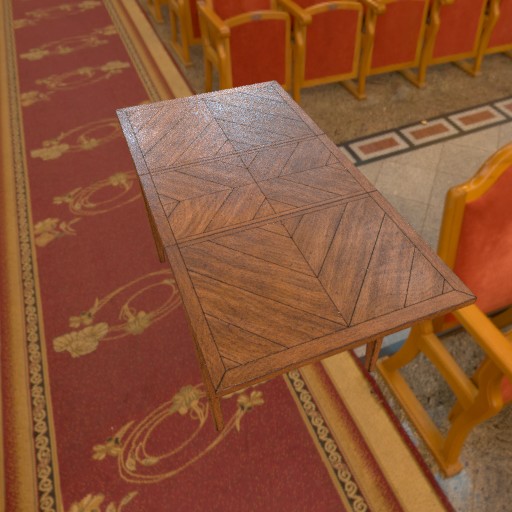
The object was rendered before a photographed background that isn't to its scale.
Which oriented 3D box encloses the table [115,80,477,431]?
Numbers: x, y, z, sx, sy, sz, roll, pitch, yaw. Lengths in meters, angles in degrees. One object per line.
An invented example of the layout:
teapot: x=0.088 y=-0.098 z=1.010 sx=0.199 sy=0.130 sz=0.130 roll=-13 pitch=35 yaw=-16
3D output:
table: x=0.000 y=0.000 z=1.847 sx=0.757 sy=0.760 sz=1.400 roll=-16 pitch=49 yaw=-15
